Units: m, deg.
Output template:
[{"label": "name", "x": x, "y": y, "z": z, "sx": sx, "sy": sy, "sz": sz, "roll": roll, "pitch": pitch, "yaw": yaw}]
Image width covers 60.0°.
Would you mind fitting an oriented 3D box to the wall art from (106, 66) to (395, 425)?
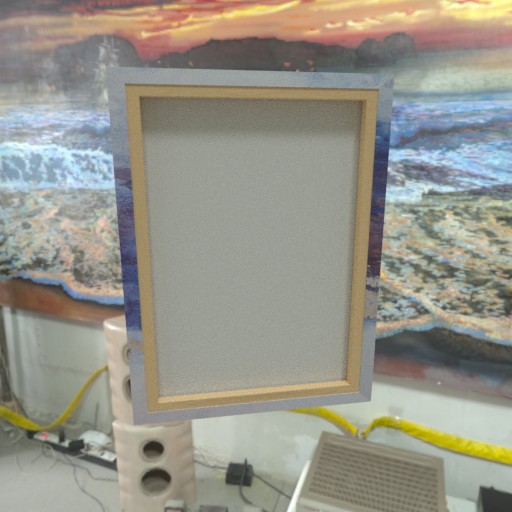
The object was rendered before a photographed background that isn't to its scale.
[{"label": "wall art", "x": 0.000, "y": 0.000, "z": 0.751, "sx": 0.437, "sy": 0.581, "sz": 0.036, "roll": -2, "pitch": 15, "yaw": -9}]
